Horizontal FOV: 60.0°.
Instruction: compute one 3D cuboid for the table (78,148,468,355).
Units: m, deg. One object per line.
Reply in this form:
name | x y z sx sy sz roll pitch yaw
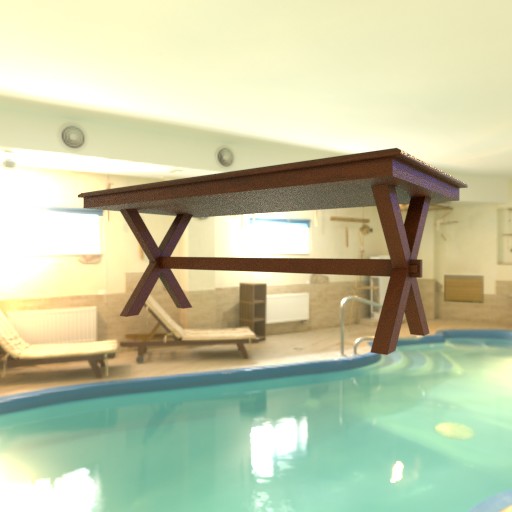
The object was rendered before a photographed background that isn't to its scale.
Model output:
table | 0.000 0.000 1.505 1.197 0.459 0.594 0 1 37
